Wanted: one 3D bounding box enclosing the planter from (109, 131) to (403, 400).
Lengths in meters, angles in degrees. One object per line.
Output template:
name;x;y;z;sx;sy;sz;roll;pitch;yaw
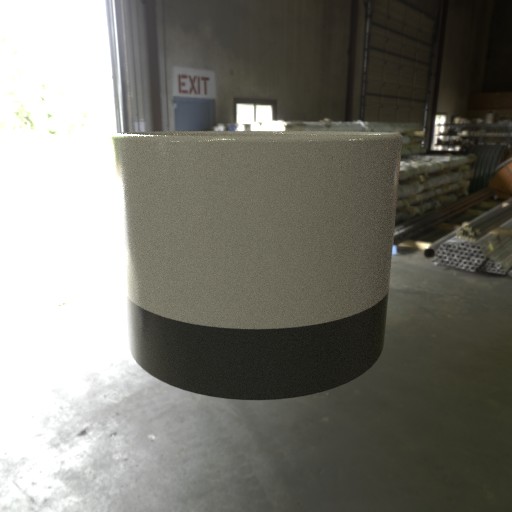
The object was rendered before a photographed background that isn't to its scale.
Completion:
planter;0.000;0.000;0.330;0.193;0.177;0.193;0;16;0
